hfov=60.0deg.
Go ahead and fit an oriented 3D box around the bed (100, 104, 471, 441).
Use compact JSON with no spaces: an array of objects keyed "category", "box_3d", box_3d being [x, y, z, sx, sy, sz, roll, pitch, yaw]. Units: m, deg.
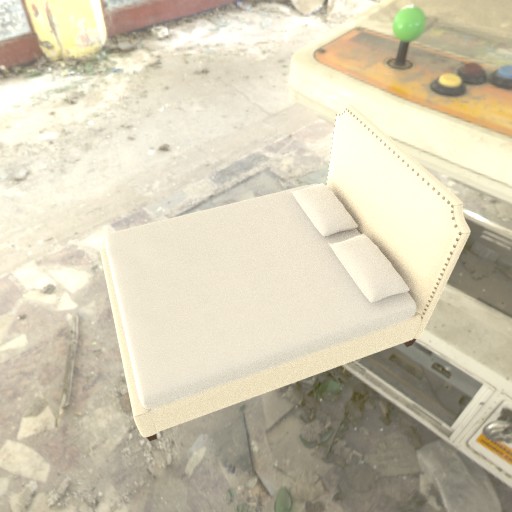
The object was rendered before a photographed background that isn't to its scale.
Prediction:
[{"category":"bed","box_3d":[0.000,0.000,3.537,2.372,1.497,1.712,-16,48,-15]}]
